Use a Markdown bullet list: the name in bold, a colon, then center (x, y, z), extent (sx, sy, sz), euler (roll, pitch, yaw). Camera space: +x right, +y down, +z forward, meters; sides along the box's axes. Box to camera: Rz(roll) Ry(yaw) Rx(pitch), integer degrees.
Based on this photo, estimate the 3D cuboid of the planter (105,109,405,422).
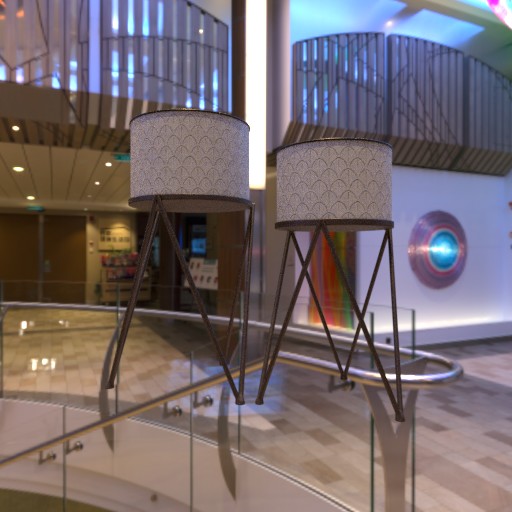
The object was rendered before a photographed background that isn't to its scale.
- **planter**: center (0.000, 0.000, 1.198), extent (0.769, 0.712, 0.413), euler (0, 0, 19)
